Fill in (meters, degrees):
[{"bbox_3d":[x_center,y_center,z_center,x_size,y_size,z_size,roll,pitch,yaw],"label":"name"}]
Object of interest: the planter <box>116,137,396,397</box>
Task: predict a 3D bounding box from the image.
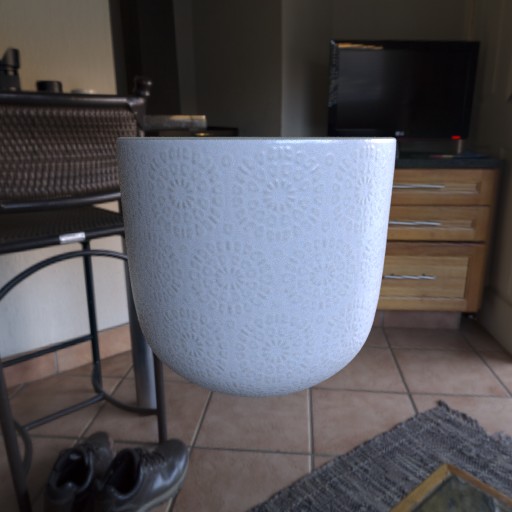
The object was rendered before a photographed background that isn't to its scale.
[{"bbox_3d":[0.000,0.000,0.367,0.208,0.190,0.208,0,15,0],"label":"planter"}]
